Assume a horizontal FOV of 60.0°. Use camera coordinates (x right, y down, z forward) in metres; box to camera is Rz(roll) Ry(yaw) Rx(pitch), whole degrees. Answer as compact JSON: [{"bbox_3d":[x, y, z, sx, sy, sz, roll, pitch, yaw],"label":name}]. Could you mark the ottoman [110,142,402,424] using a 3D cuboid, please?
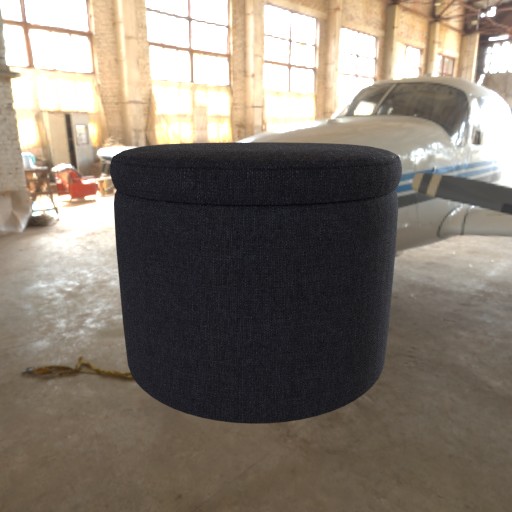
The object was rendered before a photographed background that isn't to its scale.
[{"bbox_3d":[0.000,0.000,0.871,0.520,0.430,0.520,0,16,0],"label":"ottoman"}]
